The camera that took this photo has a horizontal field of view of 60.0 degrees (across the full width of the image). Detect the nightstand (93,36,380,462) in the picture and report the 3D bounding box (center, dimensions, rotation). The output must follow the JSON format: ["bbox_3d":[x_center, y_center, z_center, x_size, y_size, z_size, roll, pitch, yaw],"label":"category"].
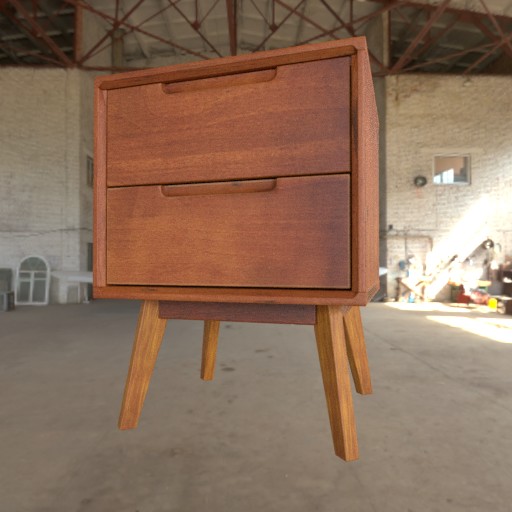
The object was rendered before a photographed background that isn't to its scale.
[{"bbox_3d":[0.000,0.000,0.890,0.460,0.618,0.411,0,-1,18],"label":"nightstand"}]
